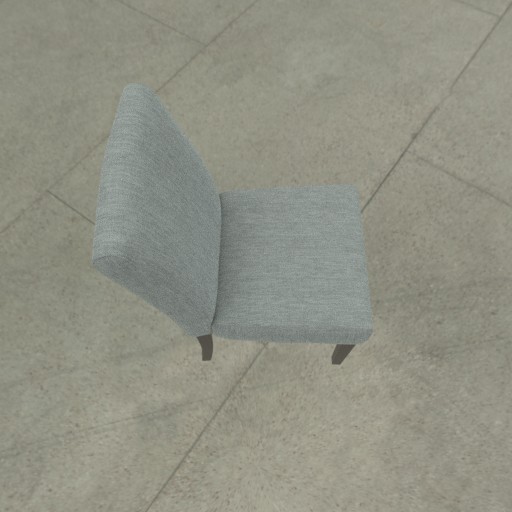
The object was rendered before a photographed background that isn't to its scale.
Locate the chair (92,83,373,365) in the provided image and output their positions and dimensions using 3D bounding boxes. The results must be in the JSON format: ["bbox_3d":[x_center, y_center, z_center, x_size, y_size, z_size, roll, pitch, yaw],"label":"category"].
[{"bbox_3d":[0.000,0.000,1.279,0.629,0.884,0.487,0,65,0],"label":"chair"}]
